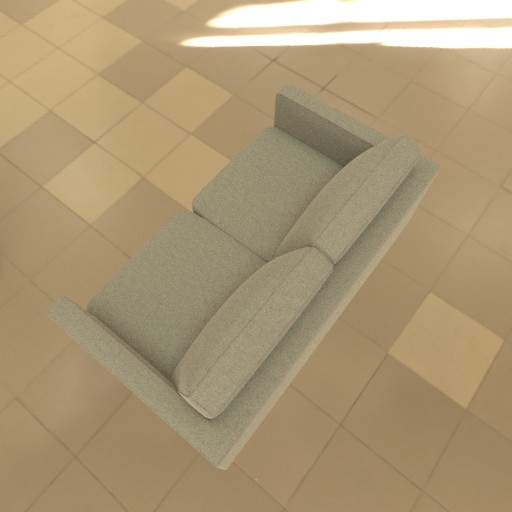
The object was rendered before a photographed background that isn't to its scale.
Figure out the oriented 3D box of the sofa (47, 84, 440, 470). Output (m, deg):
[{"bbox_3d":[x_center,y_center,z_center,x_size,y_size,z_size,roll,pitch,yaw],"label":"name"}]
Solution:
[{"bbox_3d":[0.000,0.000,2.276,1.000,0.900,1.731,35,68,16],"label":"sofa"}]
